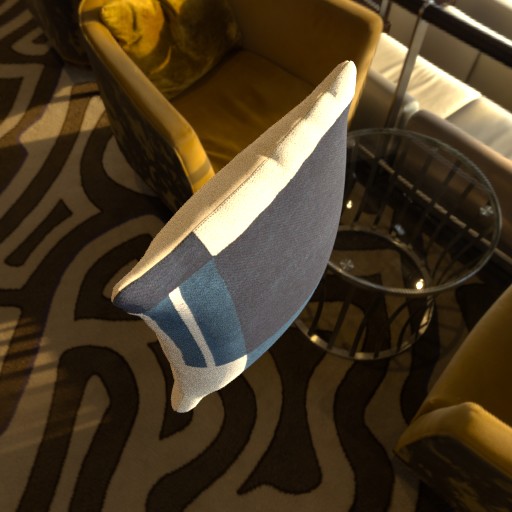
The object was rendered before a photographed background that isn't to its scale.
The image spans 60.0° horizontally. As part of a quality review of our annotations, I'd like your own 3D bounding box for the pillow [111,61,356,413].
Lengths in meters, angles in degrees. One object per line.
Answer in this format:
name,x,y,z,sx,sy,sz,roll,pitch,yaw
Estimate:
pillow,0.000,0.000,0.791,0.229,0.506,0.536,32,64,18
